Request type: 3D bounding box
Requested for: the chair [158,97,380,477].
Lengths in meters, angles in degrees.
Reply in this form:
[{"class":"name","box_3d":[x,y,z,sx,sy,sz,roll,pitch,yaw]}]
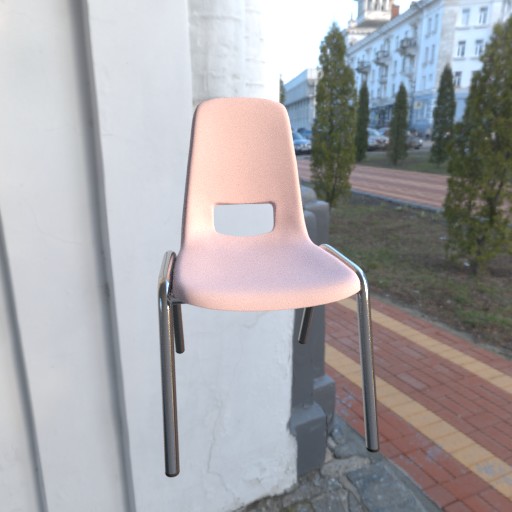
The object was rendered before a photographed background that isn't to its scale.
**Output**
[{"class":"chair","box_3d":[0.000,0.000,0.830,0.354,0.586,0.423,-3,16,-9]}]
